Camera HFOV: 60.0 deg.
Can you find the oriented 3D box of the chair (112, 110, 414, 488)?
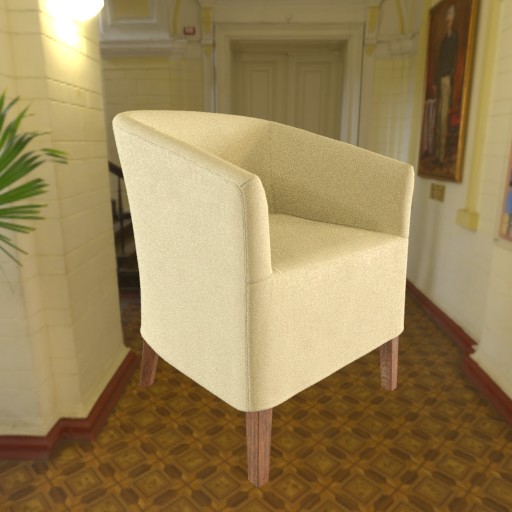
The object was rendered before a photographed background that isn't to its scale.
[{"bbox_3d":[0.000,0.000,1.278,0.643,0.822,0.657,-13,20,-42],"label":"chair"}]
